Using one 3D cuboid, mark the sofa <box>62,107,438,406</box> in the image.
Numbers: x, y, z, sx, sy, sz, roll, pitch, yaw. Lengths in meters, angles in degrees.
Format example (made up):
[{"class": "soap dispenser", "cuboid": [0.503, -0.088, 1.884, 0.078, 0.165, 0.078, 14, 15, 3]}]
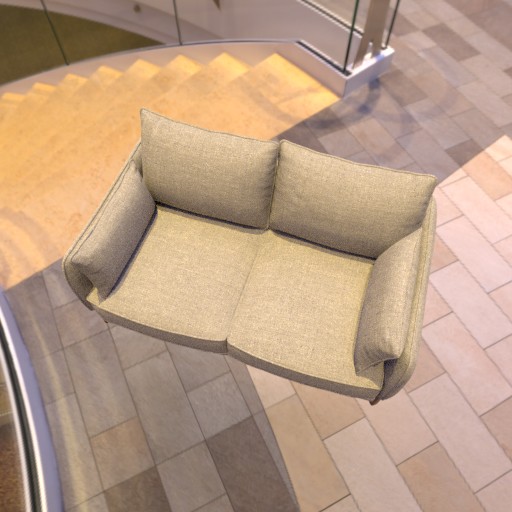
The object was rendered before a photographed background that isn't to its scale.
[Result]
[{"class": "sofa", "cuboid": [0.000, 0.000, 2.146, 1.580, 0.851, 0.972, 15, 59, 9]}]
